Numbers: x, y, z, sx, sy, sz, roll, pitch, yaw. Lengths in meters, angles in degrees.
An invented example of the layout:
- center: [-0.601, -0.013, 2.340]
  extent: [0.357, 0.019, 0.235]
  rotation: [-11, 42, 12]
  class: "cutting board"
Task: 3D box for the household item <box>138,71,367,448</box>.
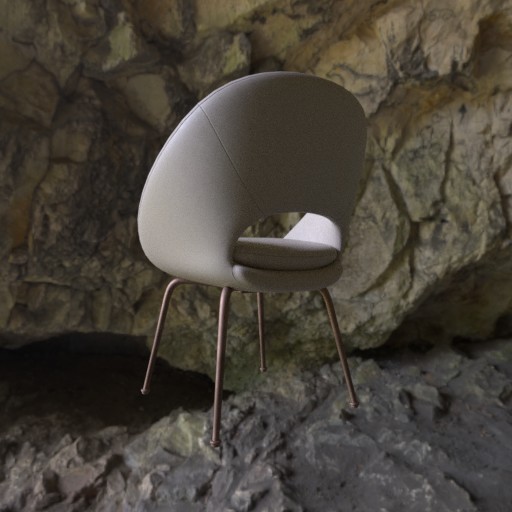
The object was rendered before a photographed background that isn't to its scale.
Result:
- center: [0.000, 0.000, 1.272]
  extent: [0.623, 0.852, 0.573]
  rotation: [0, 1, -34]
  class: "household item"
